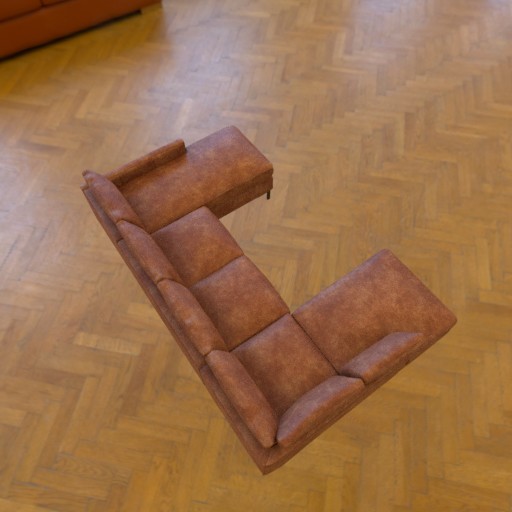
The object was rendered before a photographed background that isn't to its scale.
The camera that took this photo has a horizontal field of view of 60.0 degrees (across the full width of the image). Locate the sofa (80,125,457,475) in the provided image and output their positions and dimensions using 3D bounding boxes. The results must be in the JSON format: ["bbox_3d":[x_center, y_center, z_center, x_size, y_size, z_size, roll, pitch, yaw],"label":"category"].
[{"bbox_3d":[0.000,0.000,3.941,1.939,0.900,2.956,-31,64,-17],"label":"sofa"}]
